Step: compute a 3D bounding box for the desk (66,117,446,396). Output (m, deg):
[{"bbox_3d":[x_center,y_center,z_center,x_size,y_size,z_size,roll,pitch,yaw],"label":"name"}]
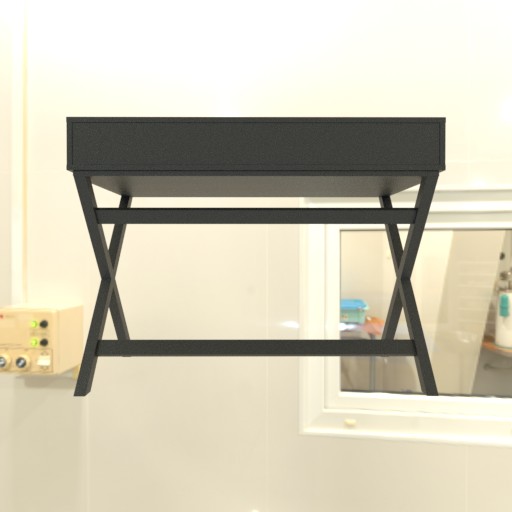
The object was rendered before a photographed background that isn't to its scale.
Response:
[{"bbox_3d":[0.000,0.000,1.500,1.057,0.780,0.525,0,1,0],"label":"desk"}]
